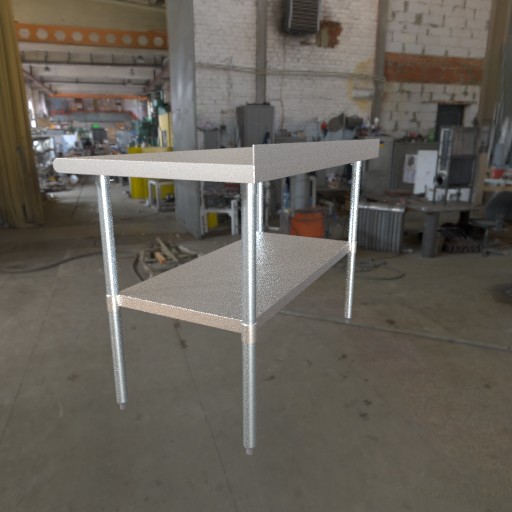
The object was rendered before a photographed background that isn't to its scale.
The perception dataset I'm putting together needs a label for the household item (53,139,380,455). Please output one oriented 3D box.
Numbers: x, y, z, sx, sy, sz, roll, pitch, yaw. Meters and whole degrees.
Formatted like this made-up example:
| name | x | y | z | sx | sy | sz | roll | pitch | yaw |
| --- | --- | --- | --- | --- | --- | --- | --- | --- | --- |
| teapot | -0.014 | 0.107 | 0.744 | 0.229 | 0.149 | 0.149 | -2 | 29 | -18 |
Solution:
| name | x | y | z | sx | sy | sz | roll | pitch | yaw |
| --- | --- | --- | --- | --- | --- | --- | --- | --- | --- |
| household item | 0.000 | 0.000 | 1.683 | 0.610 | 0.851 | 1.219 | 8 | 17 | 26 |
